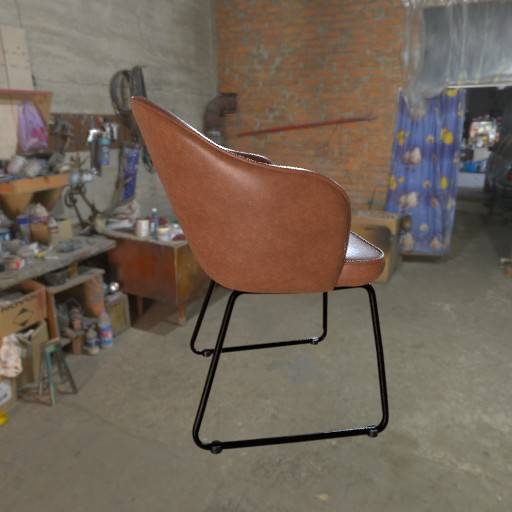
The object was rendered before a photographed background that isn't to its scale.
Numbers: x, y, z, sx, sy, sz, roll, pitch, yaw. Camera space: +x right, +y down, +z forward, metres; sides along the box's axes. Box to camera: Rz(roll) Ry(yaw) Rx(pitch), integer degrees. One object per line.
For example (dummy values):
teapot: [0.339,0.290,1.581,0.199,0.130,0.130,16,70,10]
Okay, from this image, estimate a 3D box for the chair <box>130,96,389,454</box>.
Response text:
chair: [0.000,0.000,1.162,0.580,0.785,0.582,-3,16,-10]
